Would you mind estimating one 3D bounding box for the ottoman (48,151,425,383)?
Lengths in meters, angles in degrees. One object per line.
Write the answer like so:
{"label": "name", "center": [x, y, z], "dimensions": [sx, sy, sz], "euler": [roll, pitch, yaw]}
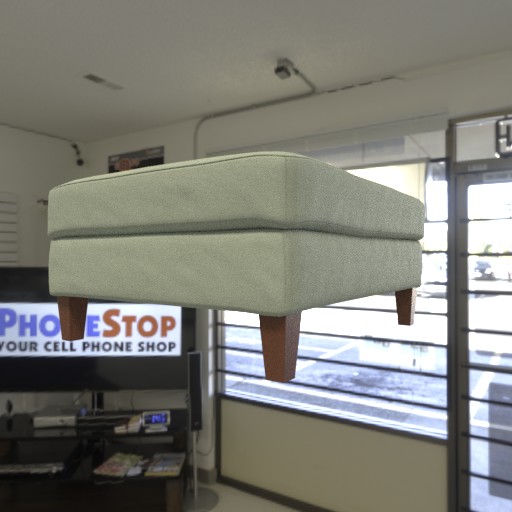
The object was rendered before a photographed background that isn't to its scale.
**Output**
{"label": "ottoman", "center": [0.000, 0.000, 1.447], "dimensions": [0.842, 0.494, 0.991], "euler": [0, 0, 35]}
